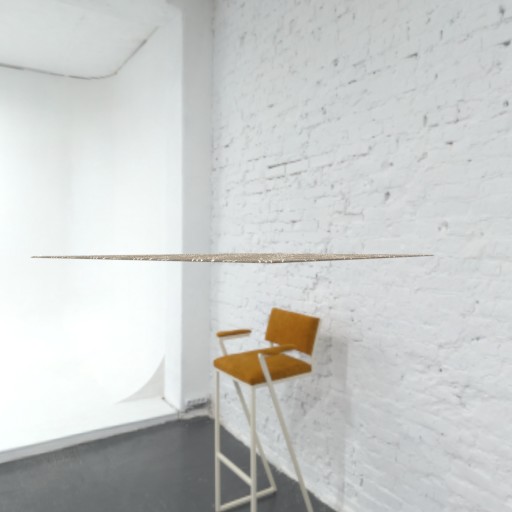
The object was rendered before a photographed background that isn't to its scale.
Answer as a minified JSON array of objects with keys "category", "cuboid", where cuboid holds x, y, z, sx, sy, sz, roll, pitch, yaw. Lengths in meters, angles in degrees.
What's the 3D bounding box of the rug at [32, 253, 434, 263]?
[{"category":"rug","cuboid":[0.000,0.000,4.227,2.457,0.012,3.062,1,1,37]}]
